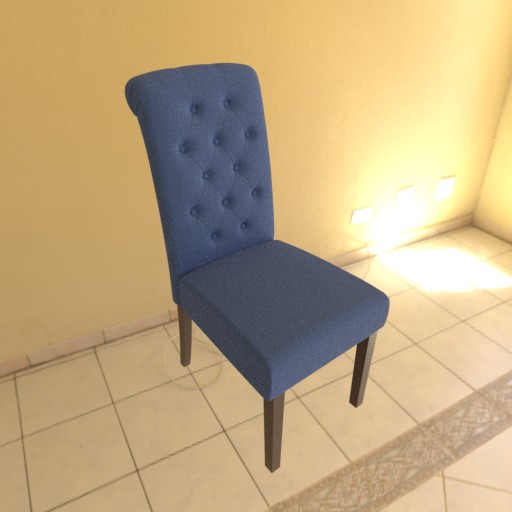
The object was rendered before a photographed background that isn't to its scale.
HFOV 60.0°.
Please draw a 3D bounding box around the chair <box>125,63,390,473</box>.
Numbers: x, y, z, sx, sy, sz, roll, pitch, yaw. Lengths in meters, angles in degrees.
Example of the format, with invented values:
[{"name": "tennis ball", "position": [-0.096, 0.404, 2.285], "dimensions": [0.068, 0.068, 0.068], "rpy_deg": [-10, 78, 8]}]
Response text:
[{"name": "chair", "position": [0.000, 0.000, 1.334], "dimensions": [0.456, 1.006, 0.671], "rpy_deg": [-23, 38, -32]}]
